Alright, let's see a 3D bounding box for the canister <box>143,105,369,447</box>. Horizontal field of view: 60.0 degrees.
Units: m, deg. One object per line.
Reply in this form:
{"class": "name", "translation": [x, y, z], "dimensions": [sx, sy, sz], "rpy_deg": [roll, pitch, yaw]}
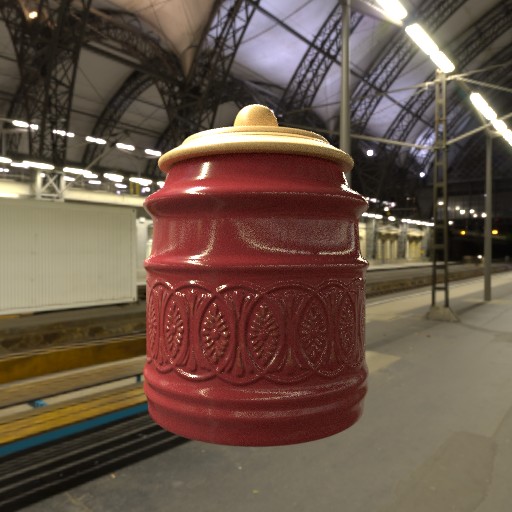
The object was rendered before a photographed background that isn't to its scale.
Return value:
{"class": "canister", "translation": [0.000, 0.000, 0.262], "dimensions": [0.130, 0.176, 0.130], "rpy_deg": [0, 1, 0]}
